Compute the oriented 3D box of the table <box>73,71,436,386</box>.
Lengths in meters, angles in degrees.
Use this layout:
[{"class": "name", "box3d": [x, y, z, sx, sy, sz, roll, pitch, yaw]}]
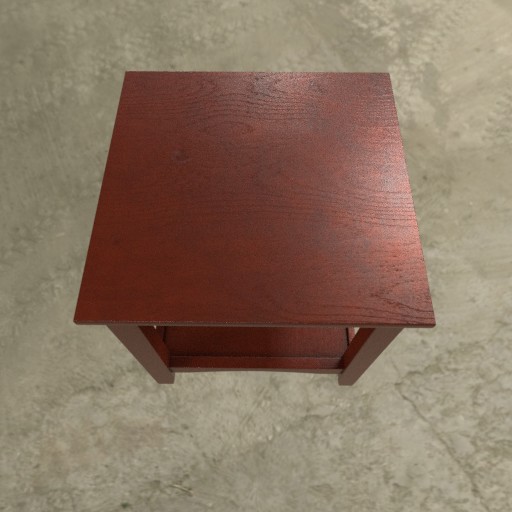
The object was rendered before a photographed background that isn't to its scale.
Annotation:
[{"class": "table", "box3d": [0.000, 0.000, 0.973, 0.523, 0.558, 0.522, 3, 62, 1]}]
